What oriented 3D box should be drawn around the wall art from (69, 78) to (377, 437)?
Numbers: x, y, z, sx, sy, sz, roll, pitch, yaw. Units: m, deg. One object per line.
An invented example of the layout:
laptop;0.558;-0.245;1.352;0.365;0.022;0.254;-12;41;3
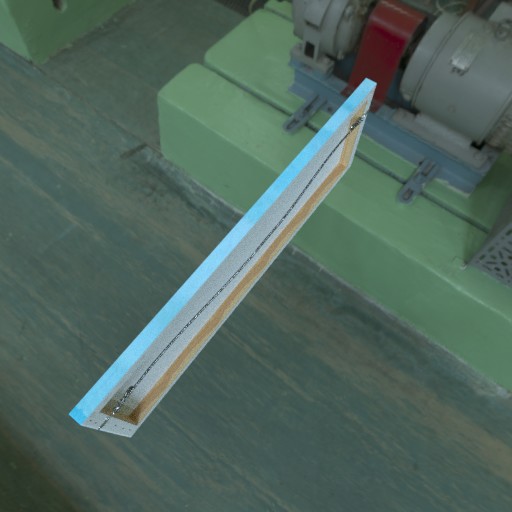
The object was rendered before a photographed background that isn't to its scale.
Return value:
wall art;0.000;0.000;0.819;0.044;0.254;0.759;34;69;15
